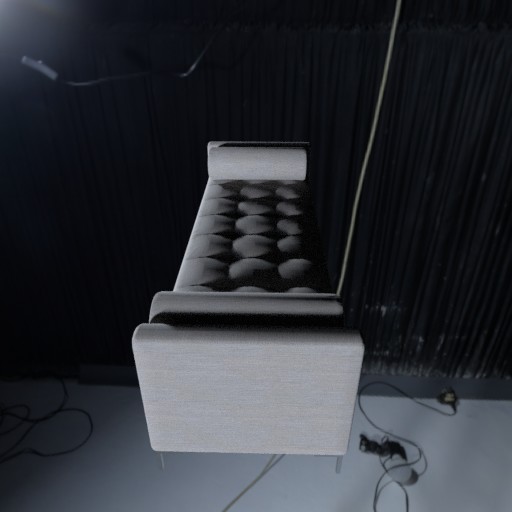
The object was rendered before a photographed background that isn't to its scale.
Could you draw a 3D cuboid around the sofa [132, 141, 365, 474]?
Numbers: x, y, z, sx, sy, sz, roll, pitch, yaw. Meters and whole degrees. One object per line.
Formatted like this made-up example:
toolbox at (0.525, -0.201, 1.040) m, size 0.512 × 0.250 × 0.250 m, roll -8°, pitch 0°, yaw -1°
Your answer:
sofa at (0.000, 0.000, 2.274) m, size 0.686 × 0.635 × 1.981 m, roll 1°, pitch 31°, yaw 1°
